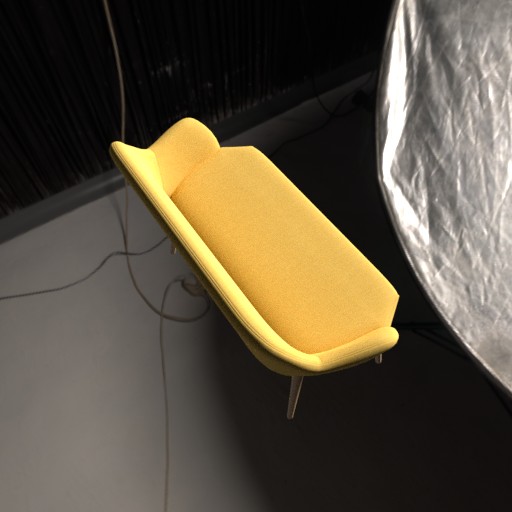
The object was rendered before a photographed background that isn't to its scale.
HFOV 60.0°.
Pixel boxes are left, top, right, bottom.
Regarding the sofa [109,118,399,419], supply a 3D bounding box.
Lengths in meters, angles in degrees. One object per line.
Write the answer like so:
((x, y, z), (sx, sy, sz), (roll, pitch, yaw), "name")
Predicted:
((0.000, 0.000, 1.656), (0.610, 0.840, 1.150), (-31, 63, -18), "sofa")
